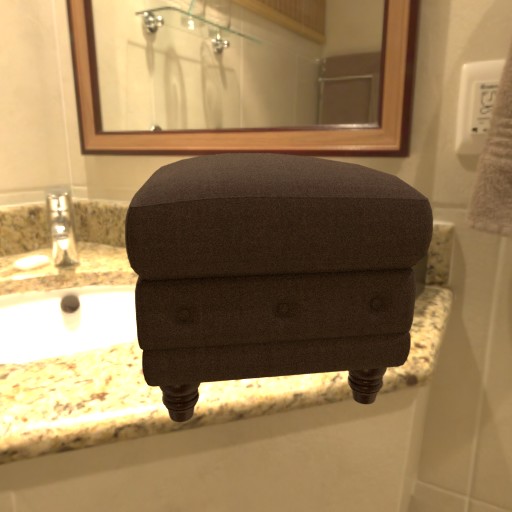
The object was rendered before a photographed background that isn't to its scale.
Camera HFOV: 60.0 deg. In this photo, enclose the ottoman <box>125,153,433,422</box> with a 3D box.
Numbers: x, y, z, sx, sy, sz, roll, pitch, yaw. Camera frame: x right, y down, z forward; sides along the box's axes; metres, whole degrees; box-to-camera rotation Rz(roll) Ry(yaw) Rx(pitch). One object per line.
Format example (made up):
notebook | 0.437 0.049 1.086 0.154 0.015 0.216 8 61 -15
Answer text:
ottoman | 0.000 0.000 1.239 0.599 0.555 0.809 -2 14 -9
